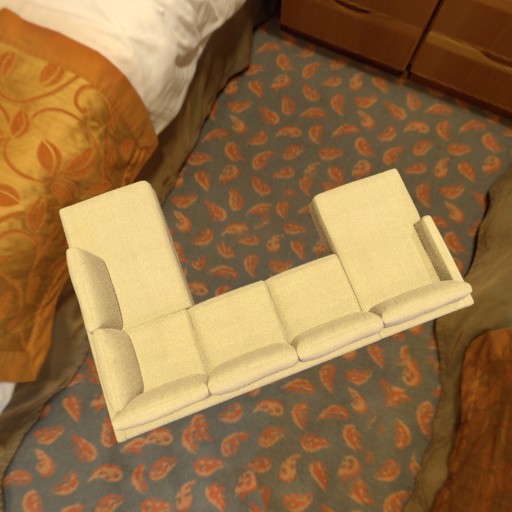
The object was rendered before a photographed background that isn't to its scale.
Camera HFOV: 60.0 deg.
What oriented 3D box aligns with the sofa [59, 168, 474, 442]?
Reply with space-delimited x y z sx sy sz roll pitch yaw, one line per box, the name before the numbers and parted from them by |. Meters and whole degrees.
sofa | 0.000 0.000 3.482 2.737 0.756 1.879 -20 75 -5
